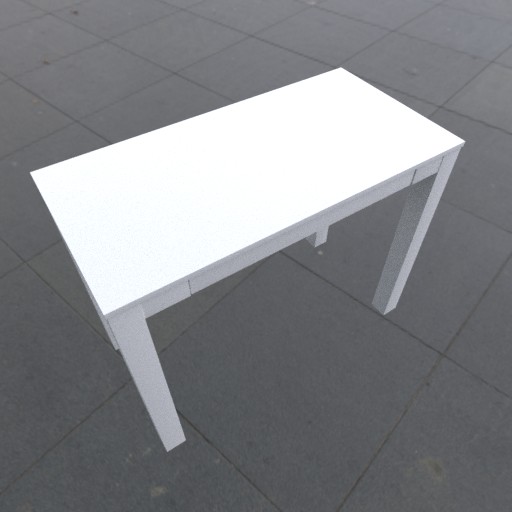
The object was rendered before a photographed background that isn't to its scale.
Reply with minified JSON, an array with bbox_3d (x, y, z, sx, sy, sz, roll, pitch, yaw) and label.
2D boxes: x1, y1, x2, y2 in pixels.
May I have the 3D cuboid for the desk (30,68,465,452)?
[{"bbox_3d":[0.000,0.000,1.407,0.990,0.762,0.497,-26,54,-21],"label":"desk"}]
